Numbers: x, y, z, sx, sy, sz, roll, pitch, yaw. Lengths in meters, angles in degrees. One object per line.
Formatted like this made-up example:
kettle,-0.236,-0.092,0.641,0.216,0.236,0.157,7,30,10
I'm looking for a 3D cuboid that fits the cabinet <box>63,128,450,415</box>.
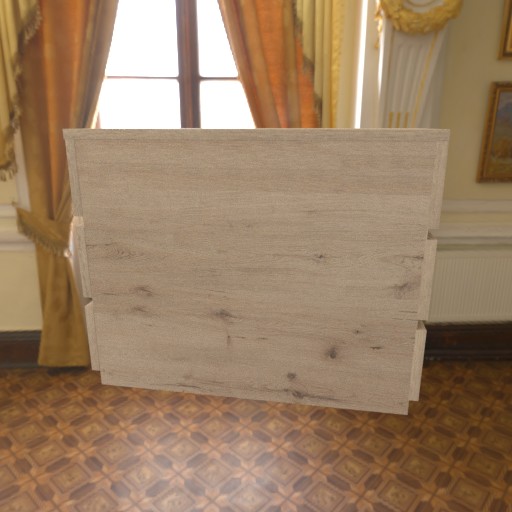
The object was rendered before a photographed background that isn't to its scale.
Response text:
cabinet,0.000,0.000,1.485,1.040,0.820,0.420,3,17,9
